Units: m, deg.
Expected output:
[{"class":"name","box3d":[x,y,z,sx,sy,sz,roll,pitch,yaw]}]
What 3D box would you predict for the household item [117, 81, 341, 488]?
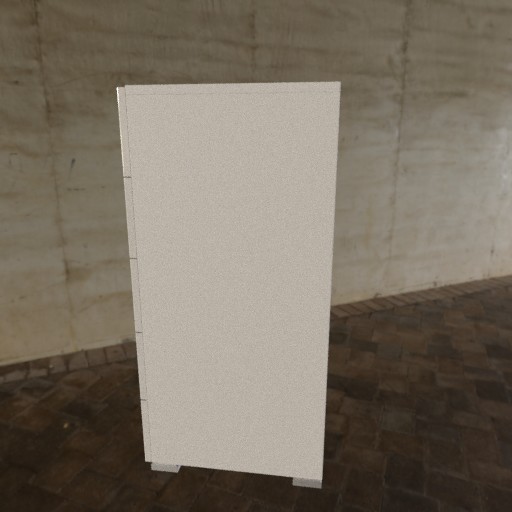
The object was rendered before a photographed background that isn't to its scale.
[{"class":"household item","box3d":[0.000,0.000,1.310,0.420,0.870,0.800,2,15,8]}]
